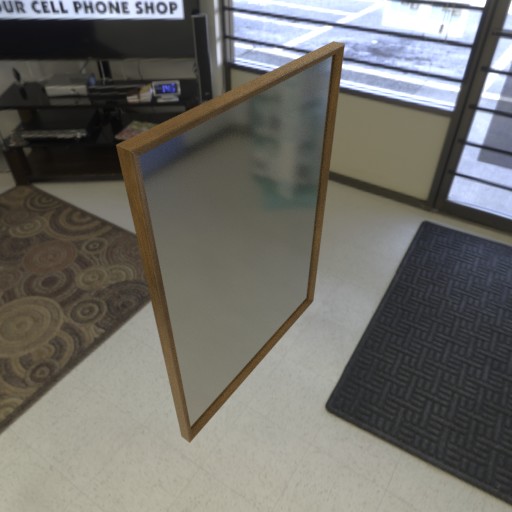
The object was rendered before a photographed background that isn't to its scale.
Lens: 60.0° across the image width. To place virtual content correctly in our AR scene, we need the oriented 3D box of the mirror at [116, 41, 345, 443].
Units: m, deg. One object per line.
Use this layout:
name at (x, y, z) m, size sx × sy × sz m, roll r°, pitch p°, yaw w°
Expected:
mirror at (0.000, 0.000, 1.312) m, size 0.041 × 1.016 × 0.762 m, roll 26°, pitch 47°, yaw 27°
